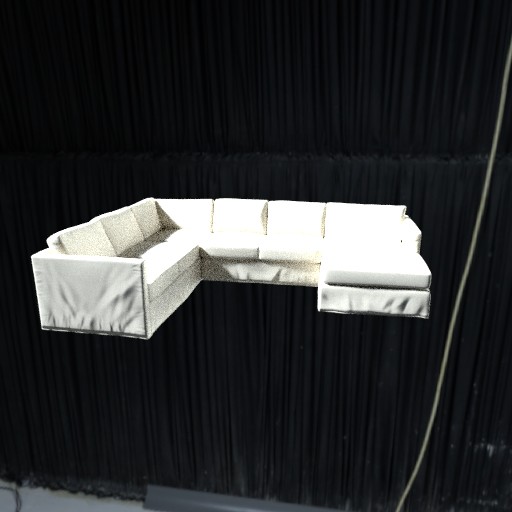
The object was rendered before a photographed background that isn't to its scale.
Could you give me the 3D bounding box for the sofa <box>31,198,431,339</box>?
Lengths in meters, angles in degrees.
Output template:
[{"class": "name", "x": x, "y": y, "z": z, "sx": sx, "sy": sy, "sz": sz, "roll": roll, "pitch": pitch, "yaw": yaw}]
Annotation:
[{"class": "sofa", "x": 0.000, "y": 0.000, "z": 4.673, "sx": 3.460, "sy": 0.882, "sz": 2.427, "roll": 3, "pitch": 16, "yaw": 9}]
